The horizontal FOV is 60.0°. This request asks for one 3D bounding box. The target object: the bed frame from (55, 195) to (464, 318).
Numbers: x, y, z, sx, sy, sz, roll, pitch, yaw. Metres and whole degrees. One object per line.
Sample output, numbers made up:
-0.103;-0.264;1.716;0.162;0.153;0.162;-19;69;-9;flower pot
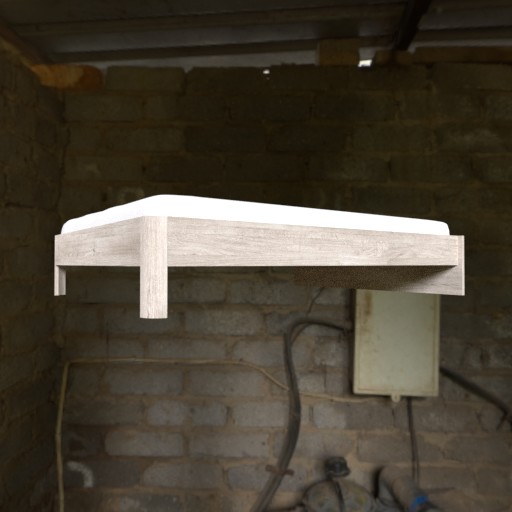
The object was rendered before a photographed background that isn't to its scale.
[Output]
0.000;0.000;2.637;1.950;0.462;1.490;1;-1;-36;bed frame
